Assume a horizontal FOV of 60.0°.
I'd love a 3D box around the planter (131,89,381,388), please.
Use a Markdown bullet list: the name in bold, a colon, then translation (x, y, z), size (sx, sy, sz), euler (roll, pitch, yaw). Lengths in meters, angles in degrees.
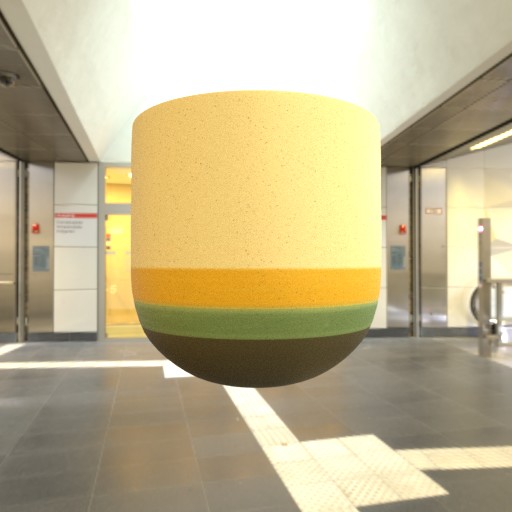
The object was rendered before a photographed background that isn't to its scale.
- **planter**: translation (0.000, 0.000, 0.493), size (0.268, 0.270, 0.268), euler (0, -1, 0)
